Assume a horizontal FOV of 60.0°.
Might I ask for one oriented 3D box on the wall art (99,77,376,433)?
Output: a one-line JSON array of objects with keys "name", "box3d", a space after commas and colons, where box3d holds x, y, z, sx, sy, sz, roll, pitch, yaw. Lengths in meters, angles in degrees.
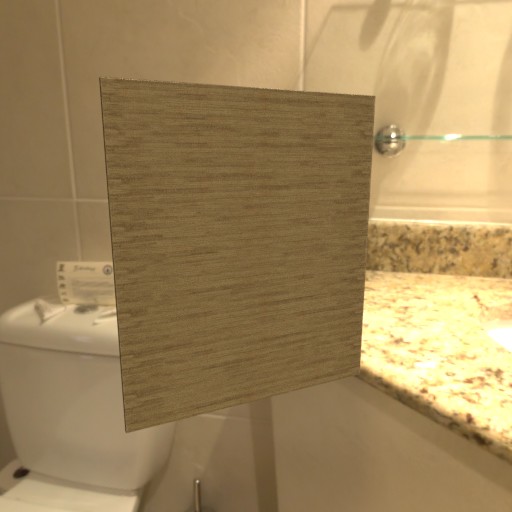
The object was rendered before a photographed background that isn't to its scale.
[{"name": "wall art", "box3d": [0.000, 0.000, 0.780, 0.483, 0.559, 0.009, -6, 14, -24]}]
